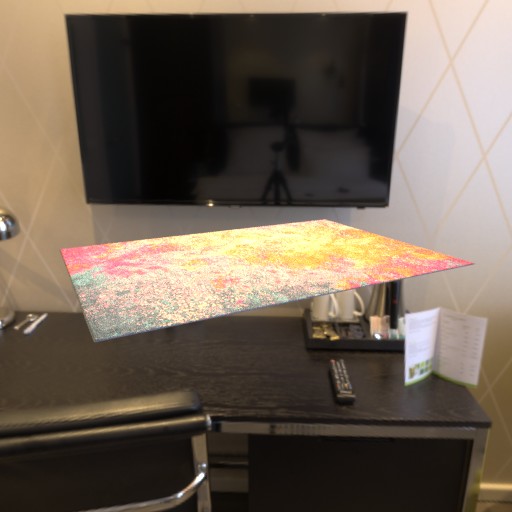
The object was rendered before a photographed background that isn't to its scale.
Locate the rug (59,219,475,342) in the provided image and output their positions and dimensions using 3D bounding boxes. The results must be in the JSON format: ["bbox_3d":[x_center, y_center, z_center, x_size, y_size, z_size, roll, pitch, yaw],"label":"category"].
[{"bbox_3d":[0.000,0.000,3.726,2.896,0.013,2.007,-8,18,-26],"label":"rug"}]
